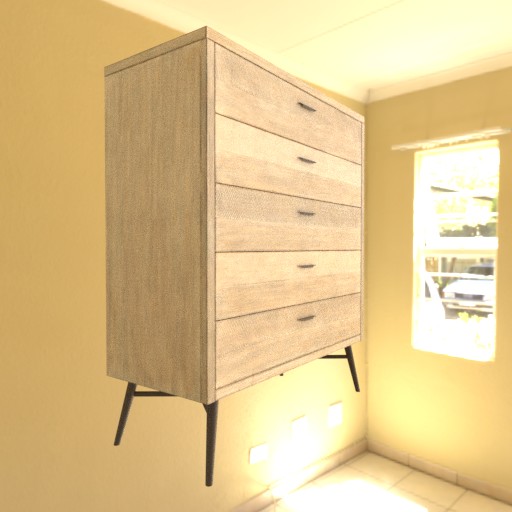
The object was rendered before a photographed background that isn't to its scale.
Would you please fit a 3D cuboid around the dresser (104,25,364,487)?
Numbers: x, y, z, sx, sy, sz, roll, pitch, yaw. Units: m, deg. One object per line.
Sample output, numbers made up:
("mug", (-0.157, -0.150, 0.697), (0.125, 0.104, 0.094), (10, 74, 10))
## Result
("dresser", (0.000, 0.000, 1.701), (0.457, 1.219, 1.016), (1, 1, 37))
